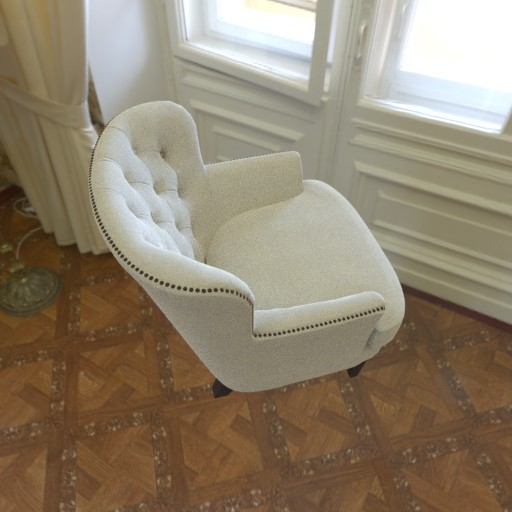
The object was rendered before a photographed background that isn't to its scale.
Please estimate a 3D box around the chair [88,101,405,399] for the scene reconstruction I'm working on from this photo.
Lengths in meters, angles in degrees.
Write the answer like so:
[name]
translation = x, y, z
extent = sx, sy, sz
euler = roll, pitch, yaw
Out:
[chair]
translation = 0.000, 0.000, 1.534
extent = 0.906, 0.868, 0.848
euler = -11, 49, -10
